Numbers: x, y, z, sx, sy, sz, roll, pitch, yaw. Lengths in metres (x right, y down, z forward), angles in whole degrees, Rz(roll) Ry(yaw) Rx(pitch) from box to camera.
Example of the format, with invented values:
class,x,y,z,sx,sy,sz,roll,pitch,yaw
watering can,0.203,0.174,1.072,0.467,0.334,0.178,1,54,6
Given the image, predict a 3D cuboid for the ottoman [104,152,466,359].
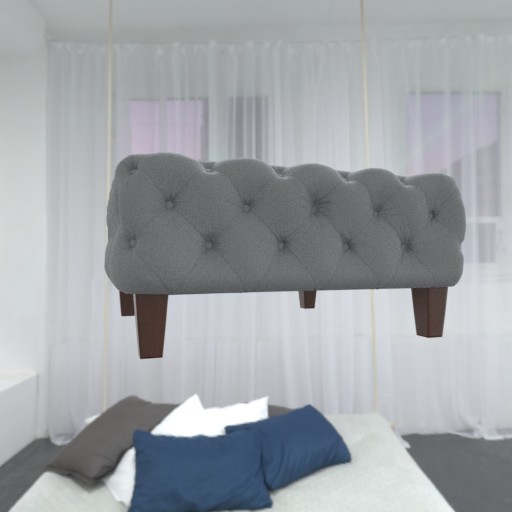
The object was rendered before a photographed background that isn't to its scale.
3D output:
class,x,y,z,sx,sy,sz,roll,pitch,yaw
ottoman,0.000,0.000,1.186,0.764,0.365,0.758,0,0,-20
